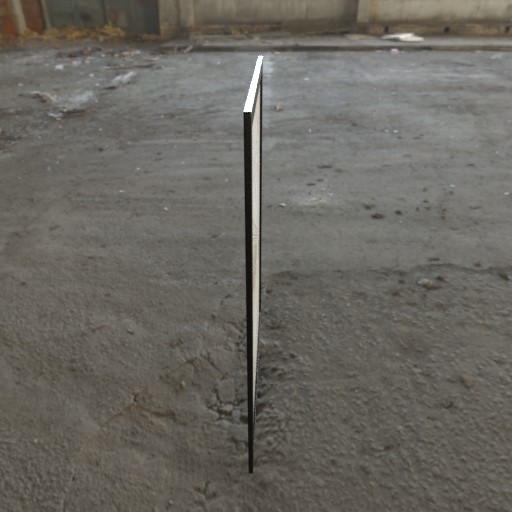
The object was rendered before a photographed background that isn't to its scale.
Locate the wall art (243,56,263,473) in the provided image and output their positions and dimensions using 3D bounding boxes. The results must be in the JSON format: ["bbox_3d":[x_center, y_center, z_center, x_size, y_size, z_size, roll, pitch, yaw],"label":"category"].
[{"bbox_3d":[0.000,0.000,1.269,0.013,0.967,0.707,1,31,2],"label":"wall art"}]
